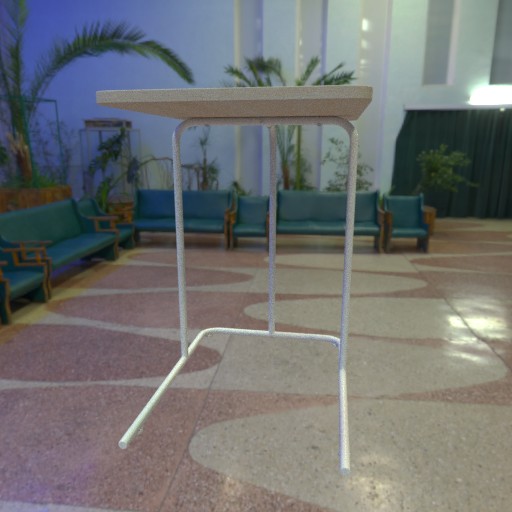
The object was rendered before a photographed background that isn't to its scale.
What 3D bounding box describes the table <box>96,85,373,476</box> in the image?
[{"bbox_3d":[0.000,0.000,0.850,0.370,0.550,0.480,2,14,10],"label":"table"}]
